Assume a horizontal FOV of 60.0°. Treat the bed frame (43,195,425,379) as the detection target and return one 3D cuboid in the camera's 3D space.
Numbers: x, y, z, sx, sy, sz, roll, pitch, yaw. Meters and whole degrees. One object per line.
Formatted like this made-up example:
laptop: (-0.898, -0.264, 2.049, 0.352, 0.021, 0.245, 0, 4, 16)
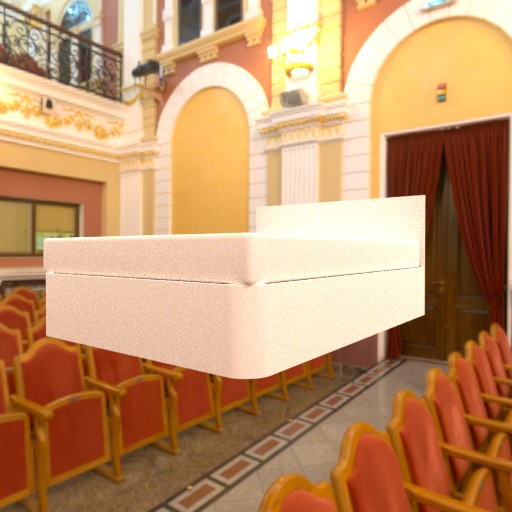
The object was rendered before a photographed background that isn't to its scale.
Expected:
bed frame: (0.000, 0.000, 2.631, 1.400, 0.800, 1.900, 1, 1, 37)
